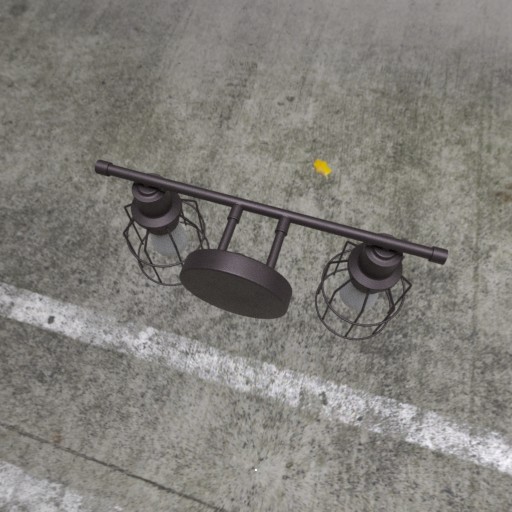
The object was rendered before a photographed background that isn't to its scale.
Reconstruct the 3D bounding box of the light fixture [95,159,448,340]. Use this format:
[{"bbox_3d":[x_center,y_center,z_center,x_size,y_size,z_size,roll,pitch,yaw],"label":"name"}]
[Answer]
[{"bbox_3d":[0.000,0.000,0.550,0.406,0.254,0.165,15,65,7],"label":"light fixture"}]
